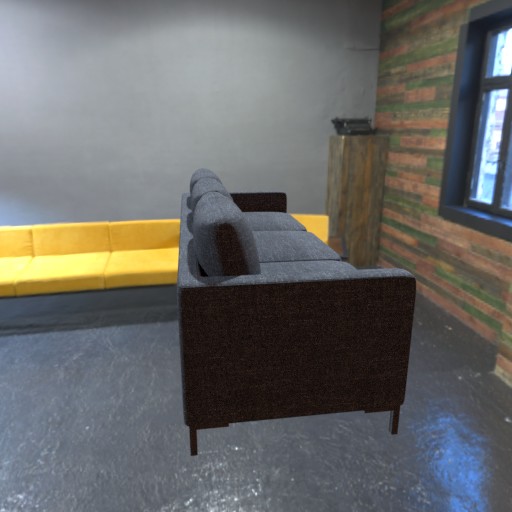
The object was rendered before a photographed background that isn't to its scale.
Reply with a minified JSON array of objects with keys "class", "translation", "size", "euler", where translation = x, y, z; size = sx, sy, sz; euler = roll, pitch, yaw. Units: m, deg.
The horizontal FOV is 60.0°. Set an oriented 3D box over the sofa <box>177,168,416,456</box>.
[{"class":"sofa","translation":[0.000,0.000,2.596],"size":[0.859,0.874,2.218],"euler":[-2,16,-8]}]
